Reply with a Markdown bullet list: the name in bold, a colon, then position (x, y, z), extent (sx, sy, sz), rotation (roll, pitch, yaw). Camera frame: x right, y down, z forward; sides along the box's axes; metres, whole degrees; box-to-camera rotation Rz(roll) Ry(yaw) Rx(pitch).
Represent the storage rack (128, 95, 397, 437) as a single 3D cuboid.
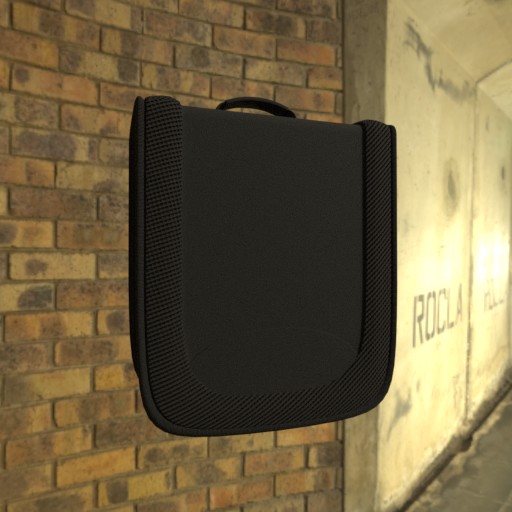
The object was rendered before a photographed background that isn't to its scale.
- **storage rack**: position (0.000, 0.000, 0.547), extent (0.297, 0.387, 0.168), rotation (0, -1, -18)
